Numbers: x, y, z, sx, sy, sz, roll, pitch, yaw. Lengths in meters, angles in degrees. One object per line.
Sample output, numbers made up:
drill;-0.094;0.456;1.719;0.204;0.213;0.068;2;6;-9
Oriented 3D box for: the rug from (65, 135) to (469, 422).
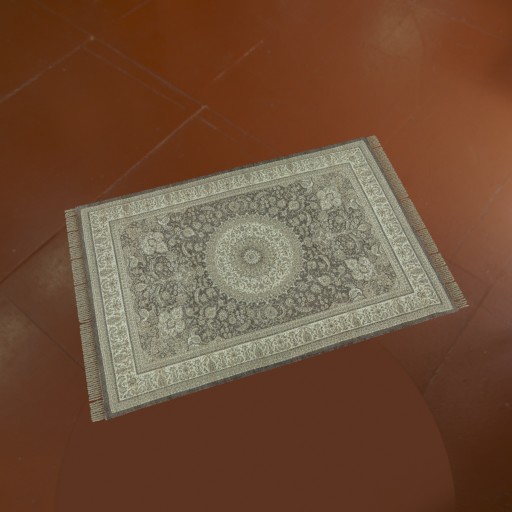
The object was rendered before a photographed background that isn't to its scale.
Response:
rug;0.000;0.000;4.269;3.422;0.015;2.143;-15;64;-7
